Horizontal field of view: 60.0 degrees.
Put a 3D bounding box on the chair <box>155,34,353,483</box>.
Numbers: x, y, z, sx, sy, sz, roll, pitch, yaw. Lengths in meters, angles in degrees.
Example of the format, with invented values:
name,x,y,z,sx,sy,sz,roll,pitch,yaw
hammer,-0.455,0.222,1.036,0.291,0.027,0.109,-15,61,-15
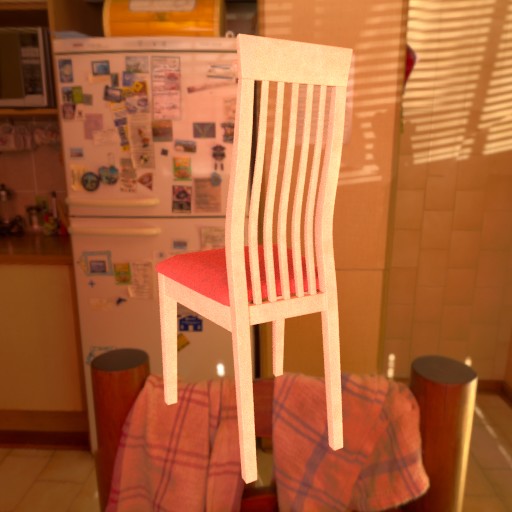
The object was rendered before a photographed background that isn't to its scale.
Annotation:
name,x,y,z,sx,sy,sz,roll,pitch,yaw
chair,0.000,0.000,1.242,0.460,1.027,0.474,-7,15,-27
